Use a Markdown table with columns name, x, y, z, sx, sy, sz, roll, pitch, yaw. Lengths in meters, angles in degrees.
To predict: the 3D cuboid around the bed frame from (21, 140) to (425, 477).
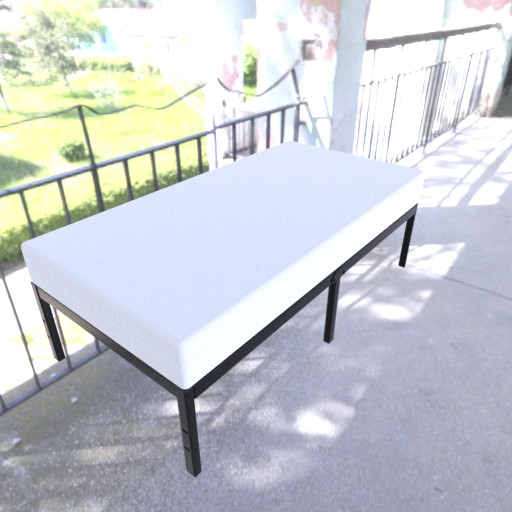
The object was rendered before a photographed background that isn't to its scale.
| name | x | y | z | sx | sy | sz | roll | pitch | yaw |
| --- | --- | --- | --- | --- | --- | --- | --- | --- | --- |
| bed frame | 0.000 | 0.000 | 2.406 | 1.023 | 0.659 | 1.950 | 23 | 38 | 33 |
